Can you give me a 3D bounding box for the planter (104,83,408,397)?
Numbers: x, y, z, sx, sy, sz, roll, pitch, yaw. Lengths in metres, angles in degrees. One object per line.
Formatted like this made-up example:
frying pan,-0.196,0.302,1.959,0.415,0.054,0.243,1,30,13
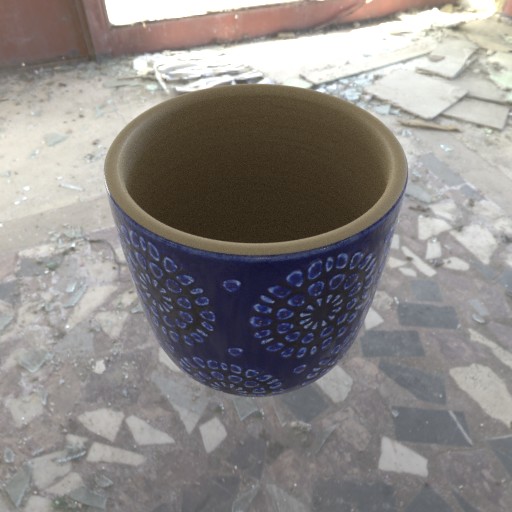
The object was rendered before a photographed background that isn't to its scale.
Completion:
planter,0.000,0.000,0.200,0.109,0.112,0.109,0,46,0
